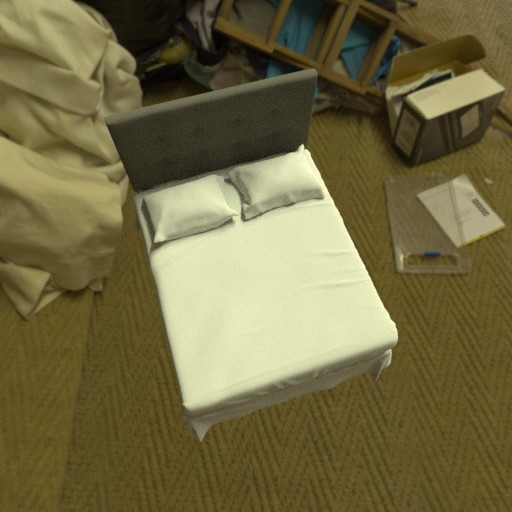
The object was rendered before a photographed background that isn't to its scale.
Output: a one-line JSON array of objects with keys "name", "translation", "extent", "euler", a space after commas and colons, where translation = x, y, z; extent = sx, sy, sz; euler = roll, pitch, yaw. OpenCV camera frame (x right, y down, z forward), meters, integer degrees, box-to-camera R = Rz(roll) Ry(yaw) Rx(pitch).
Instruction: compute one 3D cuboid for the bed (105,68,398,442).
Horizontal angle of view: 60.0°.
[{"name": "bed", "translation": [0.000, 0.000, 3.539], "extent": [1.936, 1.577, 2.222], "euler": [-16, 64, -8]}]
